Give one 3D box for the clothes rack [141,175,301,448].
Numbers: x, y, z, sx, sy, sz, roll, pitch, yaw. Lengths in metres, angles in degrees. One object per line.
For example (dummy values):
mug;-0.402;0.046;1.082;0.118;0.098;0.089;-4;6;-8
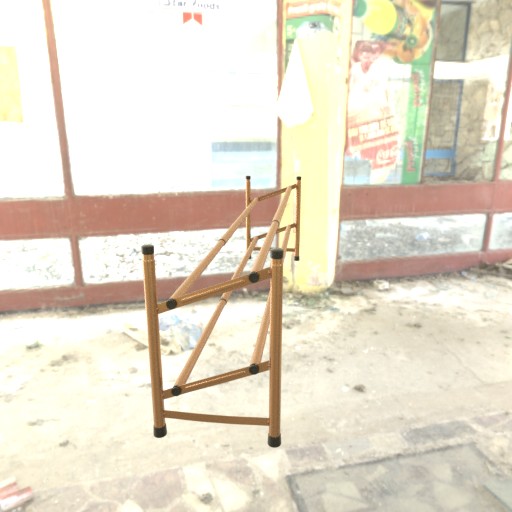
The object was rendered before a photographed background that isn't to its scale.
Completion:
clothes rack;0.000;0.000;1.281;0.229;0.349;1.168;2;16;7
